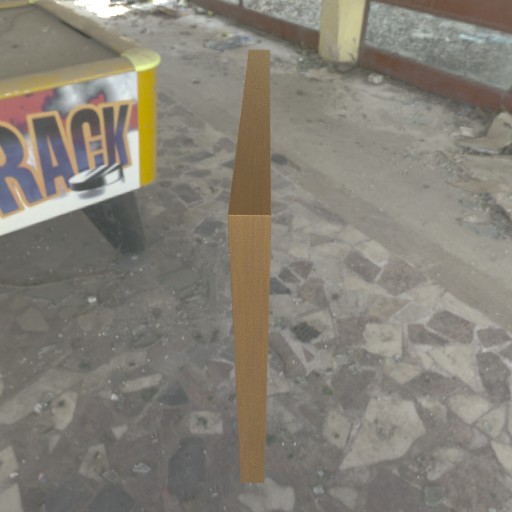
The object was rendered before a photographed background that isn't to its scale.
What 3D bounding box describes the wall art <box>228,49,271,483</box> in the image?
[{"bbox_3d":[0.000,0.000,0.729,0.037,0.505,0.505,1,39,1],"label":"wall art"}]
